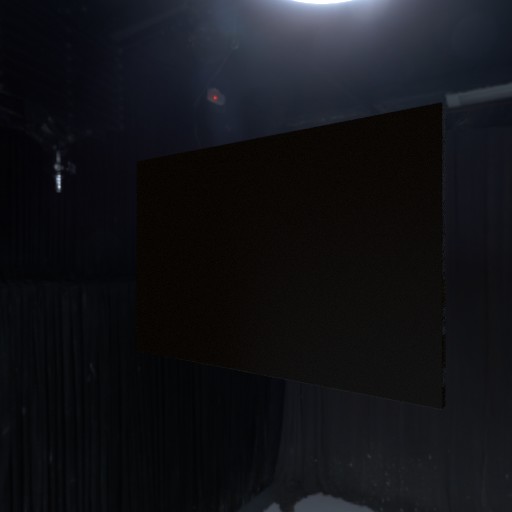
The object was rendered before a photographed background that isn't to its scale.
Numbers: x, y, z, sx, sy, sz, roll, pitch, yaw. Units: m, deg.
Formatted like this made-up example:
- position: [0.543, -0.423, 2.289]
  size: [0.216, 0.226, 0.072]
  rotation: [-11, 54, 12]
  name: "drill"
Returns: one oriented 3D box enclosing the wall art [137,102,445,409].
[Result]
- position: [0.000, 0.000, 1.164]
  size: [0.932, 0.610, 0.027]
  rotation: [0, 0, 36]
  name: "wall art"
